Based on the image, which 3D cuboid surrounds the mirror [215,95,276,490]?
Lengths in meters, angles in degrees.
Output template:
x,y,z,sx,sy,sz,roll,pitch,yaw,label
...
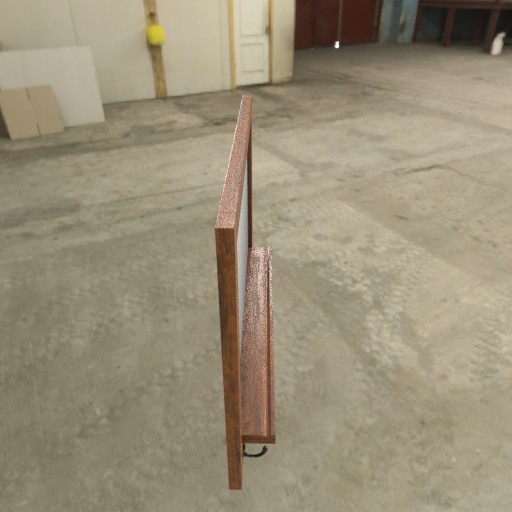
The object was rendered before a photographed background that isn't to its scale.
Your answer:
x,y,z,sx,sy,sz,roll,pitch,yaw,label
0.000,0.000,0.989,0.084,0.537,0.758,1,31,1,mirror
